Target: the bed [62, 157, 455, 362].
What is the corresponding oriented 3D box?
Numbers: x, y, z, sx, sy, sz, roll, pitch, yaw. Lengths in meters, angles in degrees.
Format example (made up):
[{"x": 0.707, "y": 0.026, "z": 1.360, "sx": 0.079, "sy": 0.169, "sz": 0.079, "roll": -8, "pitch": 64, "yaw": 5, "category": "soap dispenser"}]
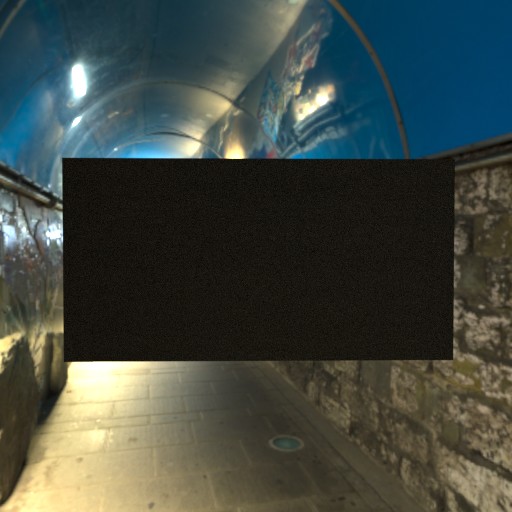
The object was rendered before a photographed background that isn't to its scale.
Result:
[{"x": 0.000, "y": 0.000, "z": 2.823, "sx": 1.585, "sy": 0.823, "sz": 2.073, "roll": 0, "pitch": 1, "yaw": -1, "category": "bed"}]
